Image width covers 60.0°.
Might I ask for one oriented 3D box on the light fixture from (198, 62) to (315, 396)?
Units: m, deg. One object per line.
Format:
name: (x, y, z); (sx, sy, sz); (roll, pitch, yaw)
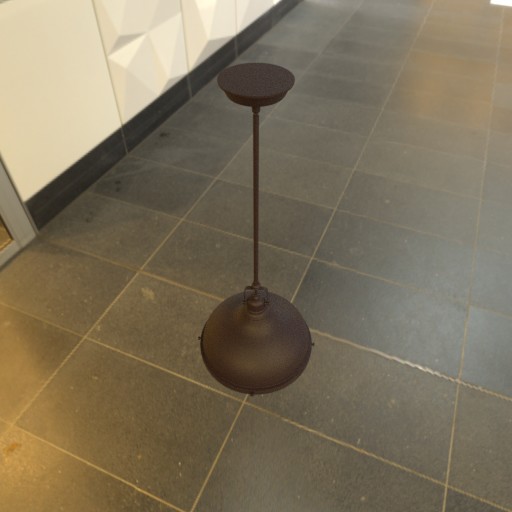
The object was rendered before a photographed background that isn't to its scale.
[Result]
light fixture: (0.000, 0.000, 1.044); (0.341, 0.849, 0.341); (3, 46, 3)
